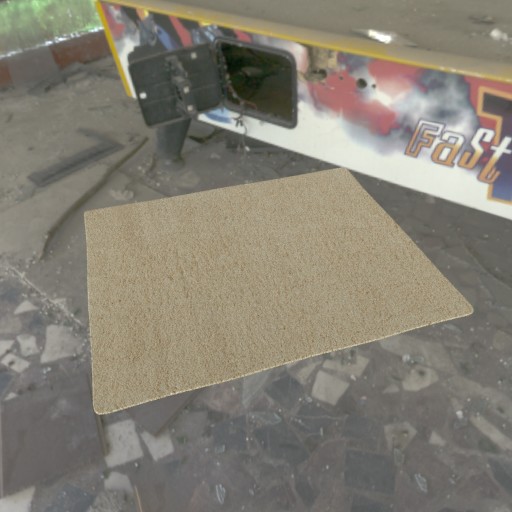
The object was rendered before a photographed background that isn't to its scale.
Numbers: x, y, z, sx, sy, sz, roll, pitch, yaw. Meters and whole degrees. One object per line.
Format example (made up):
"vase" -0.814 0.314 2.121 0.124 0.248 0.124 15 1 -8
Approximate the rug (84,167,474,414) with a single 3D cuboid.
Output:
"rug" 0.000 0.000 4.112 3.001 0.025 2.401 -12 43 -13
